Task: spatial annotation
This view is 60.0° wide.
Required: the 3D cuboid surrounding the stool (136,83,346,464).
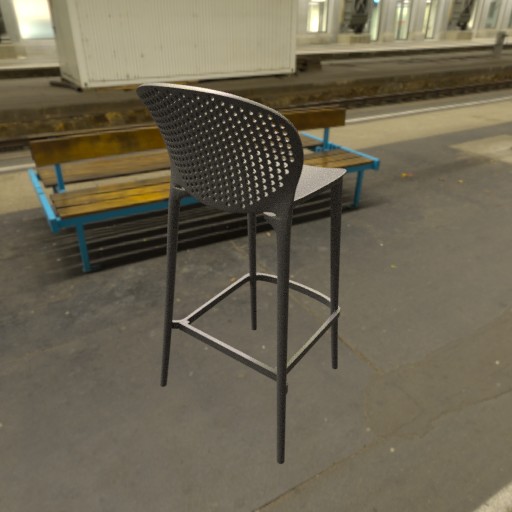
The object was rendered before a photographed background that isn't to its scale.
[{"bbox_3d":[0.000,0.000,1.363,0.536,1.045,0.535,20,35,32],"label":"stool"}]
